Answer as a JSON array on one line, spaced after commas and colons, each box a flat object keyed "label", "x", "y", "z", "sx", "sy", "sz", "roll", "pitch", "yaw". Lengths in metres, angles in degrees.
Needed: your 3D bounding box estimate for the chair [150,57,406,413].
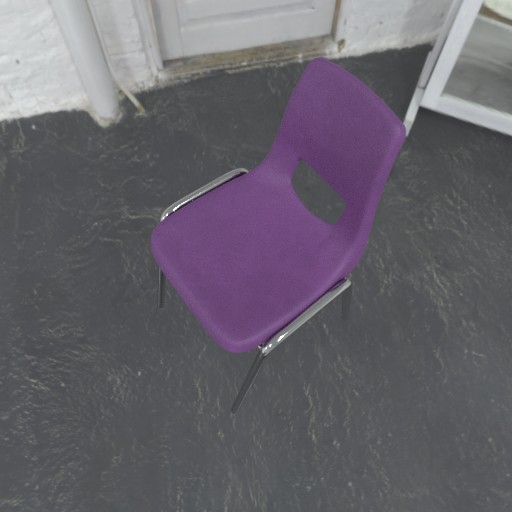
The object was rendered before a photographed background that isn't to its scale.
[{"label": "chair", "x": 0.000, "y": 0.000, "z": 0.956, "sx": 0.432, "sy": 0.704, "sz": 0.381, "roll": -34, "pitch": 68, "yaw": -16}]
